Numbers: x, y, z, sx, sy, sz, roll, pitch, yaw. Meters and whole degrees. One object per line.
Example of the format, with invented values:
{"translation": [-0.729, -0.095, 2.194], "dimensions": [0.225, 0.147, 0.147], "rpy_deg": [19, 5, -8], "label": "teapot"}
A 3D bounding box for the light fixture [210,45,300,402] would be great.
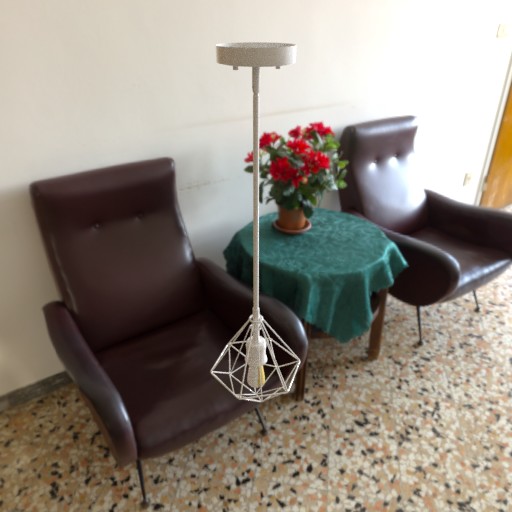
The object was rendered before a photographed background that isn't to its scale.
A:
{"translation": [0.000, 0.000, 2.048], "dimensions": [0.431, 1.764, 0.487], "rpy_deg": [10, 30, 17], "label": "light fixture"}
